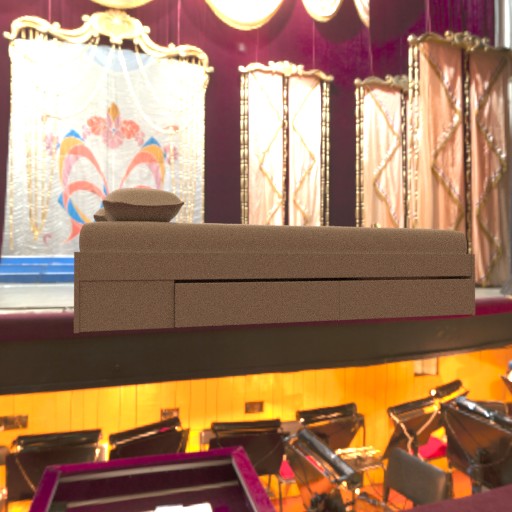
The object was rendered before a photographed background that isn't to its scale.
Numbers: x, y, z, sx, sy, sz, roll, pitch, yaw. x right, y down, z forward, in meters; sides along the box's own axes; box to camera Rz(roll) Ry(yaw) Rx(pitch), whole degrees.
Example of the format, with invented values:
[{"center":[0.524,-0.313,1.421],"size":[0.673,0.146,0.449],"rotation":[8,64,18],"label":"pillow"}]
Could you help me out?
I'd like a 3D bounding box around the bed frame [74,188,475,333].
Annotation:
[{"center":[0.000,0.000,2.718],"size":[1.950,0.629,1.450],"rotation":[0,-1,-17],"label":"bed frame"}]
